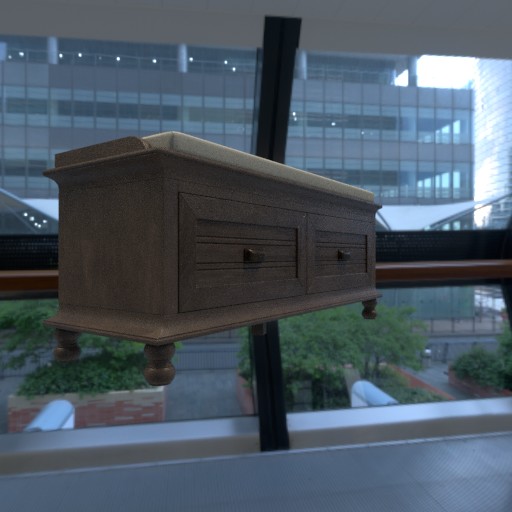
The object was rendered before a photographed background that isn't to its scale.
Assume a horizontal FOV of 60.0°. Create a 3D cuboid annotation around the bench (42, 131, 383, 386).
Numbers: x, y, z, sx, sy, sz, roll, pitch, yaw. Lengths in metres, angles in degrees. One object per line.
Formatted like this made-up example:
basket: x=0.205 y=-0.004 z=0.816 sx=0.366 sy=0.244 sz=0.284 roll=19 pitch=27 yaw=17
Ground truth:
bench: x=0.000 y=0.000 z=1.418 sx=0.402 sy=0.501 sz=1.185 roll=0 pitch=0 yaw=36
